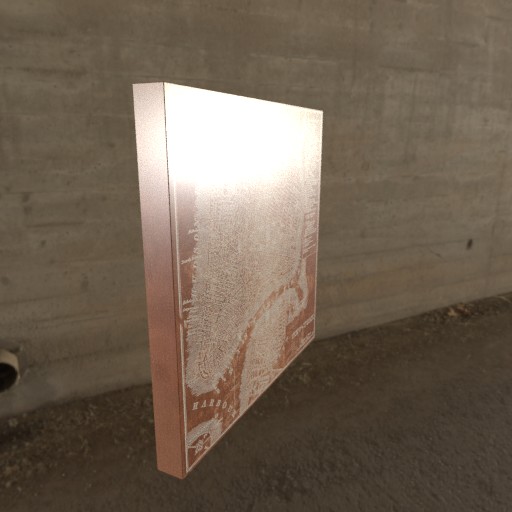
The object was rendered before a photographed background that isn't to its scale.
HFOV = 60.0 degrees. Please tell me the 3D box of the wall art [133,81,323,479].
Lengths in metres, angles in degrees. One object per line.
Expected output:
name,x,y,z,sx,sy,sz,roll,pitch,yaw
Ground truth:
wall art,0.000,0.000,0.607,0.035,0.403,0.403,7,16,27
